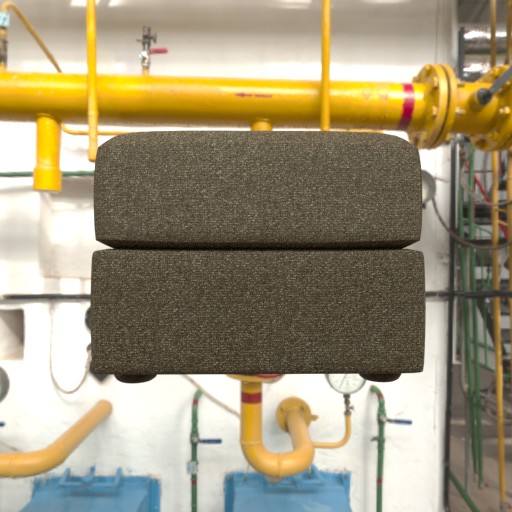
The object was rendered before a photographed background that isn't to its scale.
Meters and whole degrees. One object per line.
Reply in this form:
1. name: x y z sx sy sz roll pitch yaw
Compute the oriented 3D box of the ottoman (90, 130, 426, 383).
1. ottoman: 0.000 0.000 1.119 0.598 0.476 0.742 0 0 -1
